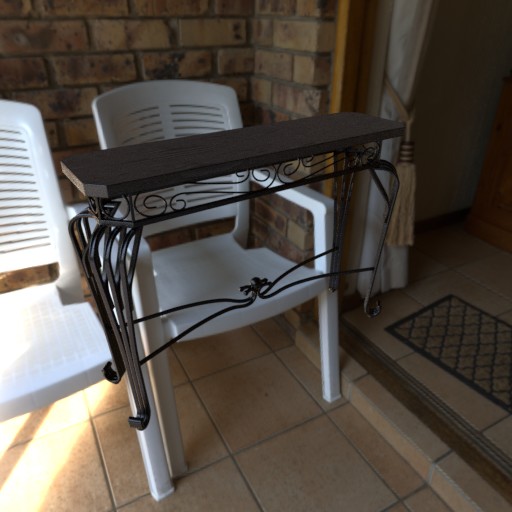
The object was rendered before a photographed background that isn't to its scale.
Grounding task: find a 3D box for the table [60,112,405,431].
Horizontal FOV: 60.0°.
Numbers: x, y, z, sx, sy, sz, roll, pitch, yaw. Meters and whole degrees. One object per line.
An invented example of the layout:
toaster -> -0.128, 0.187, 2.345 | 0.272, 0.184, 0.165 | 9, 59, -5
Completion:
table -> 0.000, 0.000, 1.520 | 1.112, 0.800, 0.329 | -18, 34, -29
